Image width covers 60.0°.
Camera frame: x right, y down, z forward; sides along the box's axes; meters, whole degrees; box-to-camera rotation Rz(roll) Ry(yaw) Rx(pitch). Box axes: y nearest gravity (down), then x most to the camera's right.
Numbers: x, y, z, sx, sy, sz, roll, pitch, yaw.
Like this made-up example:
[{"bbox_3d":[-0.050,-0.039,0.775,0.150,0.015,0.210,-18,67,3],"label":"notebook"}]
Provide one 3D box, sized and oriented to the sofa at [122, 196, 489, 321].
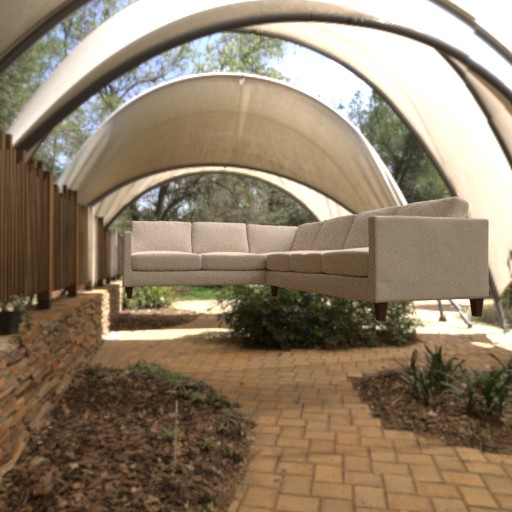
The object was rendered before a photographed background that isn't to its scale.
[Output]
[{"bbox_3d":[0.000,0.000,4.233,2.432,0.863,3.182,0,0,-17],"label":"sofa"}]
